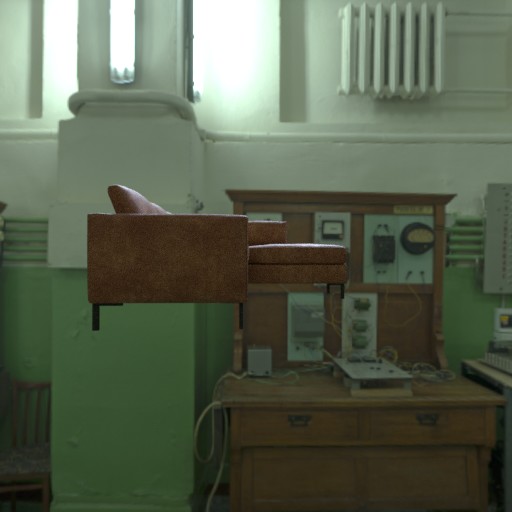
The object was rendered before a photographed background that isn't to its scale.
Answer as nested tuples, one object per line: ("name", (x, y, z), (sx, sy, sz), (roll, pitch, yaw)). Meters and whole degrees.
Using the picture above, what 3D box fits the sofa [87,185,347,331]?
("sofa", (0.000, 0.000, 3.947), (1.938, 0.877, 2.984), (0, -1, -1))
